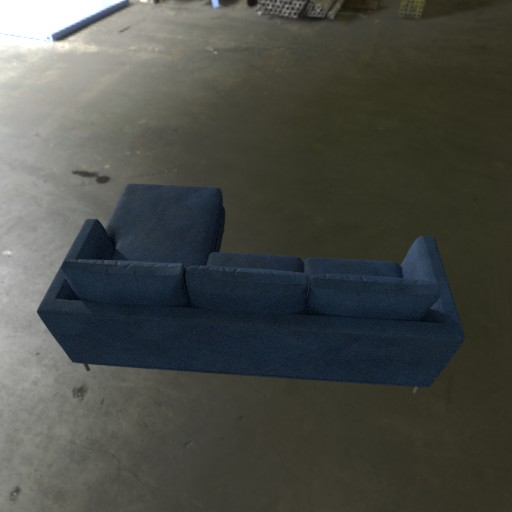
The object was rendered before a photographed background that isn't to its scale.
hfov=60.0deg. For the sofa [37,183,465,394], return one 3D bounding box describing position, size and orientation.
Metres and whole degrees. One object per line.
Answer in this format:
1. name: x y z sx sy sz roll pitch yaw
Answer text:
1. sofa: 0.000 0.000 3.237 2.438 0.987 1.622 3 45 3
